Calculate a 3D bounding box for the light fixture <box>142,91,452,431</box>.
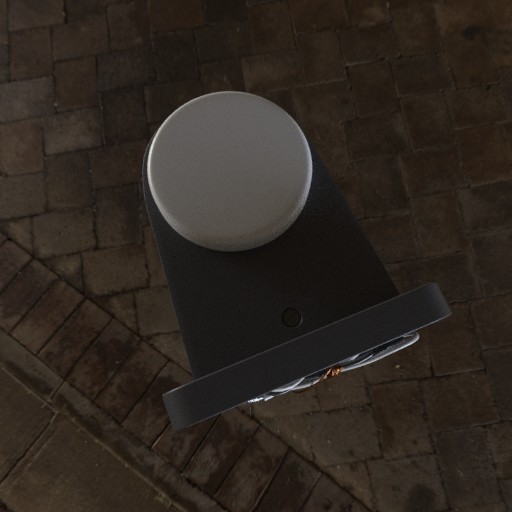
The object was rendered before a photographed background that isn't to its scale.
[{"bbox_3d":[0.000,0.000,0.215,0.109,0.109,0.132,-21,77,-5],"label":"light fixture"}]
